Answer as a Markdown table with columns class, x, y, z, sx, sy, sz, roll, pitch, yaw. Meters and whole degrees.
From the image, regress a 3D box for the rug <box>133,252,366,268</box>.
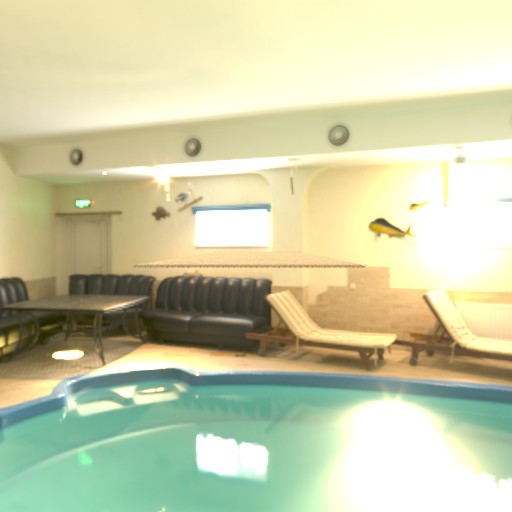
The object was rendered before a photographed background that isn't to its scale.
| class | x | y | z | sx | sy | sz | roll | pitch | yaw |
| --- | --- | --- | --- | --- | --- | --- | --- | --- | --- |
| rug | 0.000 | 0.000 | 2.772 | 0.795 | 0.015 | 2.544 | 0 | 2 | 1 |
